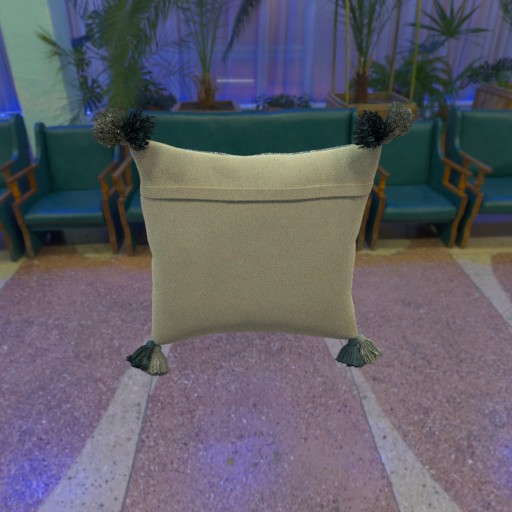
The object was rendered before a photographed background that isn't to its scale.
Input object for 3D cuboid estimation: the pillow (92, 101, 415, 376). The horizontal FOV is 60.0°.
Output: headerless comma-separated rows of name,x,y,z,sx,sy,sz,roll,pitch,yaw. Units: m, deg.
pillow,0.000,0.000,0.935,0.614,0.634,0.138,0,30,-1
